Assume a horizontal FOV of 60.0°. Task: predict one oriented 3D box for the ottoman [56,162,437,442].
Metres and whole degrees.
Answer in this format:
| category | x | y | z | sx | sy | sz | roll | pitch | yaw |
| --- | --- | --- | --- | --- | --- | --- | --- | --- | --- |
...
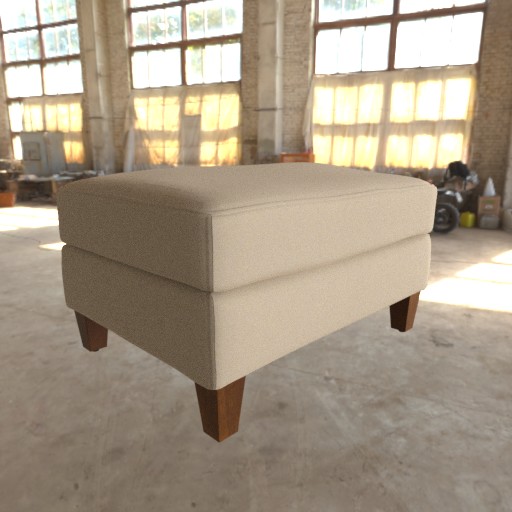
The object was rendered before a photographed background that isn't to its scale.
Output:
| category | x | y | z | sx | sy | sz | roll | pitch | yaw |
| --- | --- | --- | --- | --- | --- | --- | --- | --- | --- |
| ottoman | 0.000 | 0.000 | 1.187 | 0.634 | 0.485 | 0.818 | 13 | 19 | 43 |
